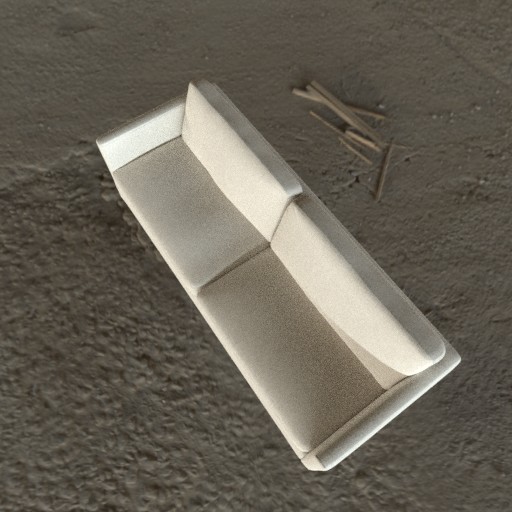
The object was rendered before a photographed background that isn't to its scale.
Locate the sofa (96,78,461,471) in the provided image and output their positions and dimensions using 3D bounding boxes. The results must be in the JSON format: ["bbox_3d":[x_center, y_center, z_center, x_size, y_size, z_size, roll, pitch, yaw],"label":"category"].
[{"bbox_3d":[0.000,0.000,2.842,0.948,0.965,2.434,-32,69,-14],"label":"sofa"}]
